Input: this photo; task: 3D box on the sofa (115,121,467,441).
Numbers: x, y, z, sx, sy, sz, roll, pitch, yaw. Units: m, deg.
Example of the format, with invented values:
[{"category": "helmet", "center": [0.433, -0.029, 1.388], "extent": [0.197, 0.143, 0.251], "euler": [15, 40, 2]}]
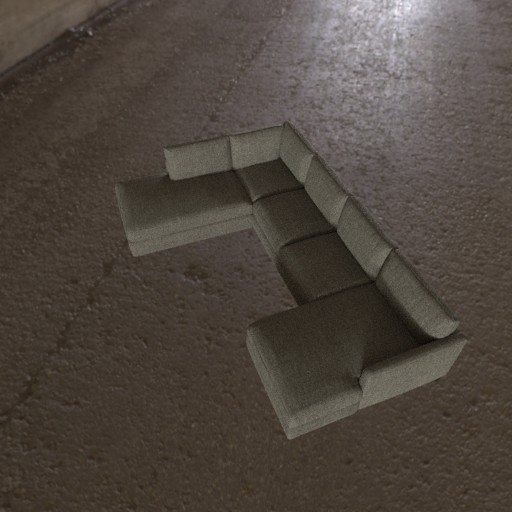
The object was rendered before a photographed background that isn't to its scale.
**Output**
[{"category": "sofa", "center": [0.000, 0.000, 3.577], "extent": [1.879, 0.756, 2.737], "euler": [-16, 48, -14]}]
